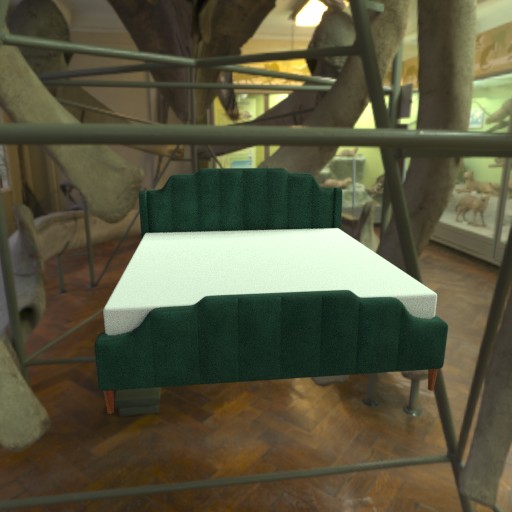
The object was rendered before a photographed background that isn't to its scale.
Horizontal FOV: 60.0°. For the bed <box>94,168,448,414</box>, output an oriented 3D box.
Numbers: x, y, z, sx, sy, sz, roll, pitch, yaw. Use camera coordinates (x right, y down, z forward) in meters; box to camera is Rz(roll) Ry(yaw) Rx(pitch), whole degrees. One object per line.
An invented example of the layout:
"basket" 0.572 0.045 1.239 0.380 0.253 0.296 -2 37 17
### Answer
"bed" 0.000 0.000 3.587 2.074 1.245 2.340 -2 15 -7
